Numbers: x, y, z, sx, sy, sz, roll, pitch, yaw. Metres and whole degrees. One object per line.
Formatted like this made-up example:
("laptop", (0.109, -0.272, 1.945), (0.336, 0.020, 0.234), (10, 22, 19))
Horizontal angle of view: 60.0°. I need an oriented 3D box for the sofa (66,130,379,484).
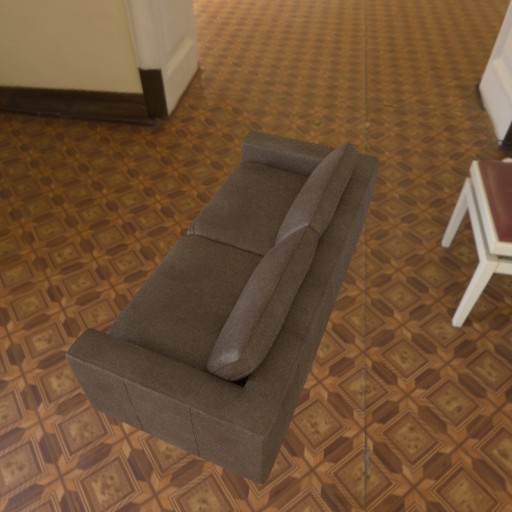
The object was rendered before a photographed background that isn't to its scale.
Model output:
("sofa", (0.000, 0.000, 2.795), (1.070, 0.801, 2.262), (17, 48, 16))
